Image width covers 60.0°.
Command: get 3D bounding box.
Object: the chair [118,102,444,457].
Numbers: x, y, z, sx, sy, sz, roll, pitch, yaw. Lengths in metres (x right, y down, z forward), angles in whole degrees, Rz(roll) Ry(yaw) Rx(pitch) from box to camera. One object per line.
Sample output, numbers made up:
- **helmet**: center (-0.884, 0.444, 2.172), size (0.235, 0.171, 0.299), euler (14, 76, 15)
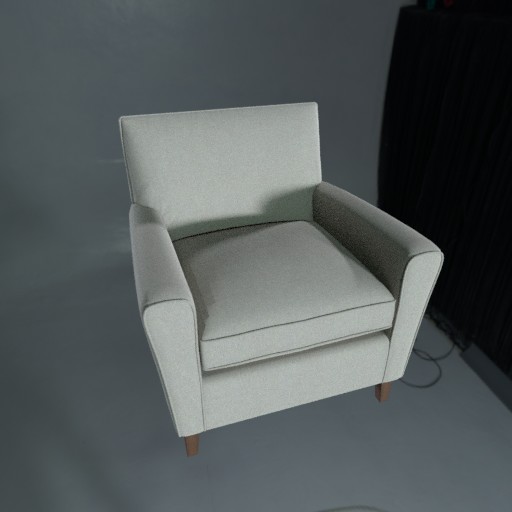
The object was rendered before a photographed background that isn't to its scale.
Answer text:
- **chair**: center (0.000, 0.000, 1.563), size (0.840, 0.846, 0.871), euler (-10, 32, -15)
